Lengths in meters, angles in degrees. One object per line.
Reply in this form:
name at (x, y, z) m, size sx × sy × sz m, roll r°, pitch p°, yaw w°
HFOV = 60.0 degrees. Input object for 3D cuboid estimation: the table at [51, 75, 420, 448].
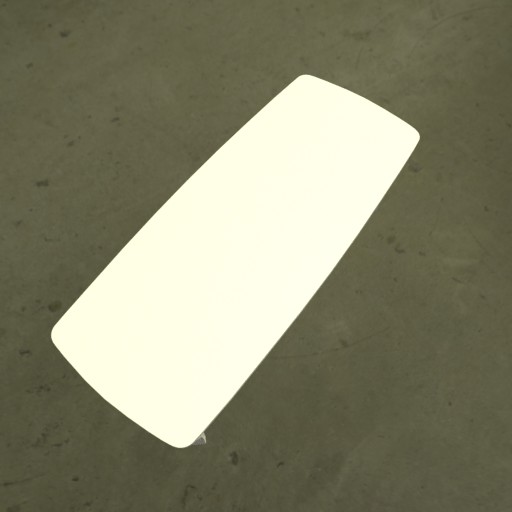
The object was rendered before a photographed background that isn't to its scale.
table at (0.000, 0.000, 1.612) m, size 0.561 × 0.474 × 1.334 m, roll 34°, pitch 68°, yaw 15°
